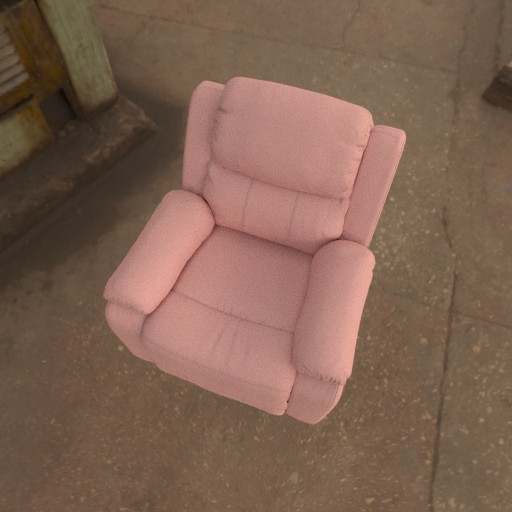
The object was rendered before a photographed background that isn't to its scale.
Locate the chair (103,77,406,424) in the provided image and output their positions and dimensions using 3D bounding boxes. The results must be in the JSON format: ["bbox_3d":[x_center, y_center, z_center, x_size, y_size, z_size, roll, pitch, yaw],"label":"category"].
[{"bbox_3d":[0.000,0.000,1.280,0.680,0.702,0.709,18,61,10],"label":"chair"}]
